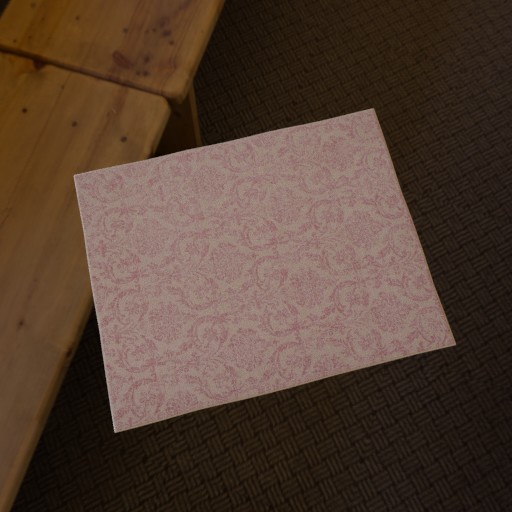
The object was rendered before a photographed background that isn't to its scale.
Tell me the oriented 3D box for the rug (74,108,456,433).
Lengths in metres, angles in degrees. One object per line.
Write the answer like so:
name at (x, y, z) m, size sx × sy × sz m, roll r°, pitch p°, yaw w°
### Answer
rug at (0.000, 0.000, 4.018) m, size 2.980 × 0.012 × 2.363 m, roll -13°, pitch 76°, yaw -3°
